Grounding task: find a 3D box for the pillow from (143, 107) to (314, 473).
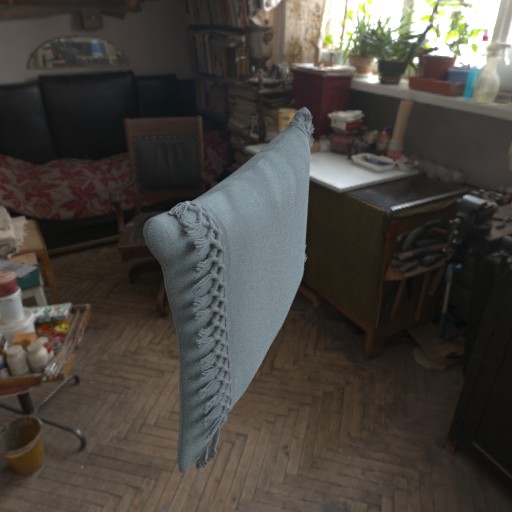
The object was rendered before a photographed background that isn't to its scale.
[{"bbox_3d":[0.000,0.000,0.592,0.084,0.305,0.466,10,31,18],"label":"pillow"}]
